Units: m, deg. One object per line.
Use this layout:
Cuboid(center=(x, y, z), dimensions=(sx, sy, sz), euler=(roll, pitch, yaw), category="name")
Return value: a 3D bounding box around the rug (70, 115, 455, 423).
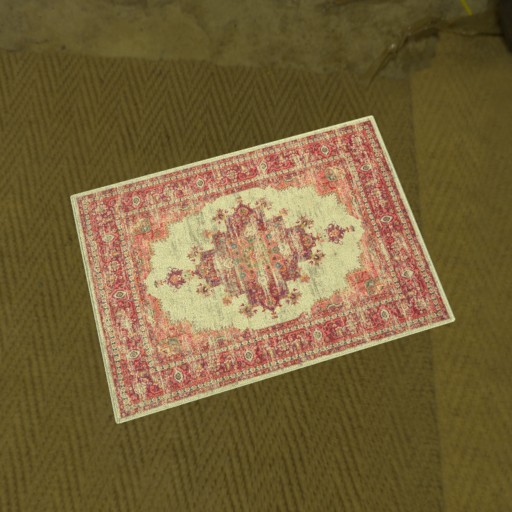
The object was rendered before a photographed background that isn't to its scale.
Cuboid(center=(0.000, 0.000, 2.325), dimensions=(1.747, 0.011, 1.217), euler=(-16, 76, -4), category="rug")
